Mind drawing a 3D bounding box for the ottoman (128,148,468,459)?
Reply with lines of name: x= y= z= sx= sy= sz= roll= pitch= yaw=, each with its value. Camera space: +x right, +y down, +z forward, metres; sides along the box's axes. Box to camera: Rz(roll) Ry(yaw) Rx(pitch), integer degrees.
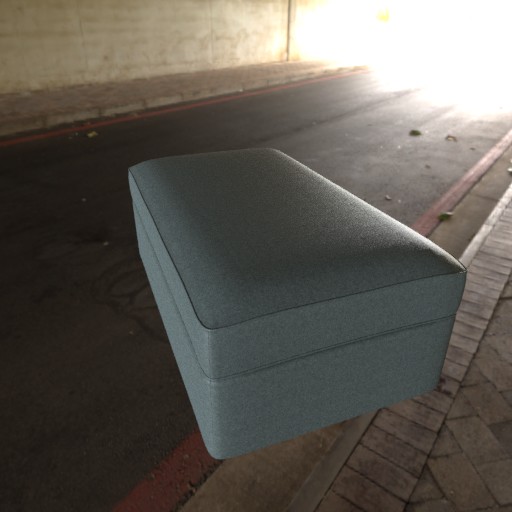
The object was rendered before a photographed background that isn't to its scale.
ottoman: x=0.000 y=0.000 z=1.521 sx=0.681 sy=0.494 sz=1.173 roll=-10 pitch=30 yaw=-19
